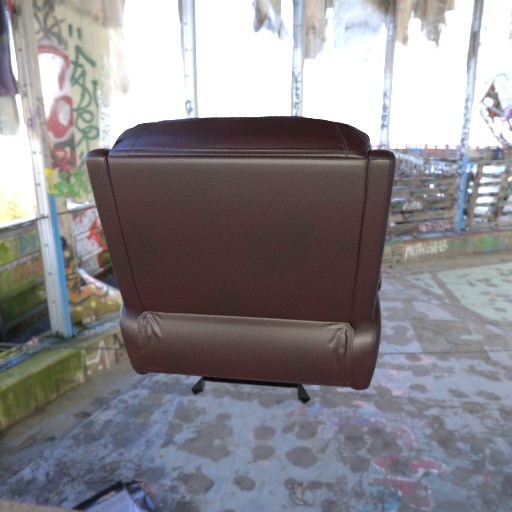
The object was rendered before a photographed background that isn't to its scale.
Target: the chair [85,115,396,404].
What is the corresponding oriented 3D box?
[{"bbox_3d":[0.000,0.000,1.723,0.930,1.011,0.899,2,15,8],"label":"chair"}]
